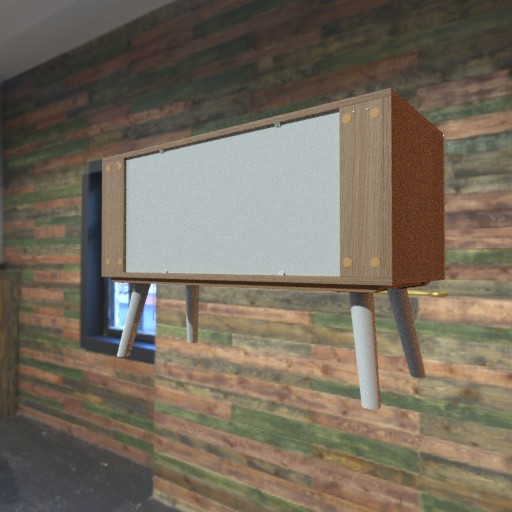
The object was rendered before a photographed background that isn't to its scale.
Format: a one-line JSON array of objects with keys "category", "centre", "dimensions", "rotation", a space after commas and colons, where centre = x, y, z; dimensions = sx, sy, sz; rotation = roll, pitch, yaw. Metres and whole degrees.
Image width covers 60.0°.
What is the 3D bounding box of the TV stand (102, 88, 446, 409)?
[{"category": "TV stand", "centre": [0.000, 0.000, 1.347], "dimensions": [0.991, 0.660, 0.407], "rotation": [-1, -1, 37]}]
